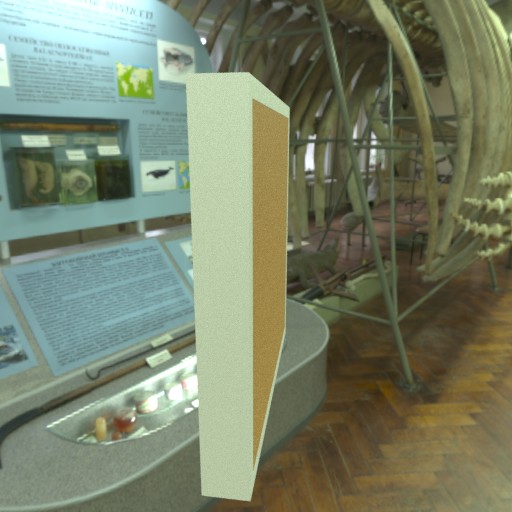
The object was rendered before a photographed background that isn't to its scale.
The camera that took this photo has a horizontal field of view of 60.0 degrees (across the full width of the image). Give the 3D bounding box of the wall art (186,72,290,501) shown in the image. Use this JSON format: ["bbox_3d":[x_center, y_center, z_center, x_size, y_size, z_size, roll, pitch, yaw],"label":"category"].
[{"bbox_3d":[0.000,0.000,0.444,0.038,0.302,0.305,2,15,8],"label":"wall art"}]
